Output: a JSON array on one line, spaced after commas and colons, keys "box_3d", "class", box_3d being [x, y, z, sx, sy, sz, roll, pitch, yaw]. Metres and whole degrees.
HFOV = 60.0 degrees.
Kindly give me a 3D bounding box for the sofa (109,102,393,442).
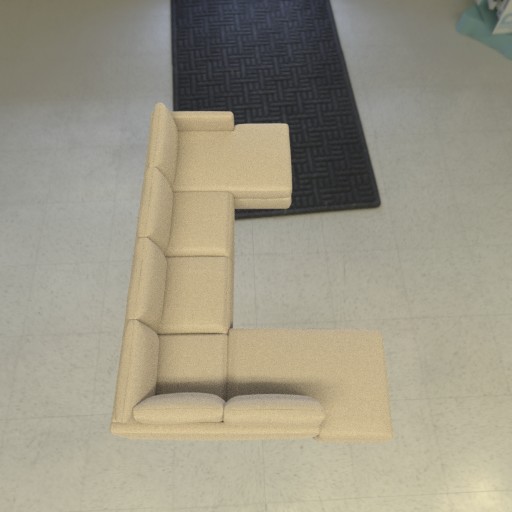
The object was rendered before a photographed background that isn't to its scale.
[{"box_3d": [0.000, 0.000, 3.546, 1.879, 0.756, 2.737, 0, 65, 0], "class": "sofa"}]
